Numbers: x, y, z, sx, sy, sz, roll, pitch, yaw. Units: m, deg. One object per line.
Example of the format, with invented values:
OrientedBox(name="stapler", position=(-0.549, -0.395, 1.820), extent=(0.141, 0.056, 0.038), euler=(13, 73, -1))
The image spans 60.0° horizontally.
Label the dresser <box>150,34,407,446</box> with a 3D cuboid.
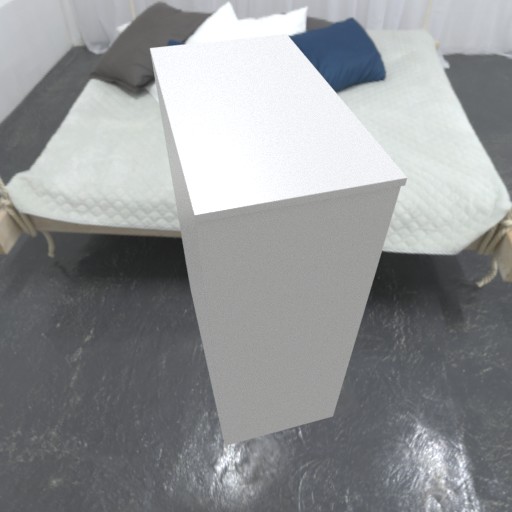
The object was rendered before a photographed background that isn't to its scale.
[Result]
OrientedBox(name="dresser", position=(0.000, 0.000, 1.366), extent=(0.401, 1.021, 0.704), euler=(-11, 48, -10))
